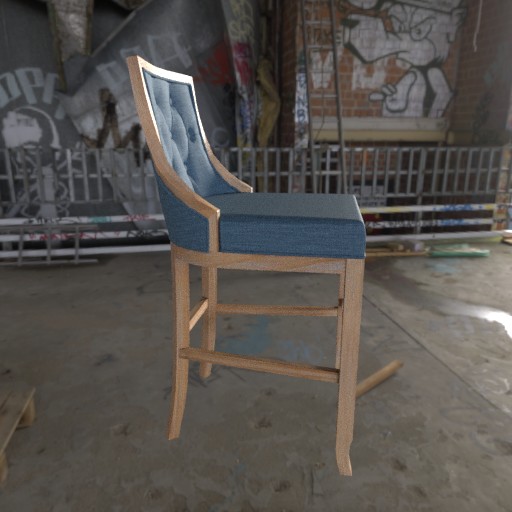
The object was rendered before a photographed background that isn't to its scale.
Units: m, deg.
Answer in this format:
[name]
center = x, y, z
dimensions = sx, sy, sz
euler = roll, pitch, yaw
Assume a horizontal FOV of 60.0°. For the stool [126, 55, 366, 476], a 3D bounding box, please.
[stool]
center = 0.000, 0.000, 1.381
dimensions = 0.626, 1.101, 0.524
euler = 3, 16, 9
